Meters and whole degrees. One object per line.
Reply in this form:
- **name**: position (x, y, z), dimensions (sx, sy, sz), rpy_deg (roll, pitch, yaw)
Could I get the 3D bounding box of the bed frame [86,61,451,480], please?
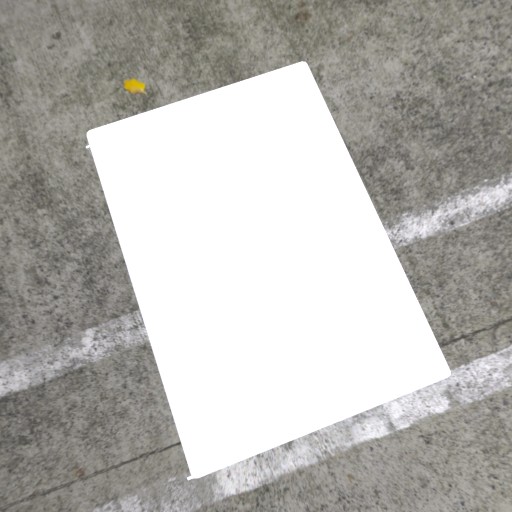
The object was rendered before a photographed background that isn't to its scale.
- **bed frame**: position (0.000, 0.000, 2.550), dimensions (1.445, 0.497, 1.945), rpy_deg (-20, 76, -5)
